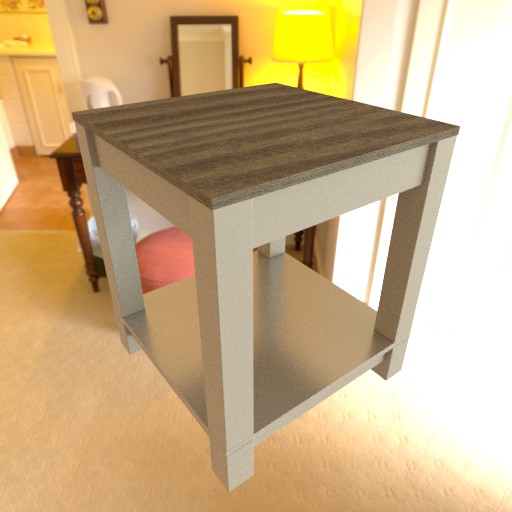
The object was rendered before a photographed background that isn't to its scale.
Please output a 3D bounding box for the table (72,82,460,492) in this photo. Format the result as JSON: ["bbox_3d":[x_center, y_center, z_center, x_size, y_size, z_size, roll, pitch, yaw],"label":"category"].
[{"bbox_3d":[0.000,0.000,0.962,0.506,0.587,0.504,-21,37,-31],"label":"table"}]
